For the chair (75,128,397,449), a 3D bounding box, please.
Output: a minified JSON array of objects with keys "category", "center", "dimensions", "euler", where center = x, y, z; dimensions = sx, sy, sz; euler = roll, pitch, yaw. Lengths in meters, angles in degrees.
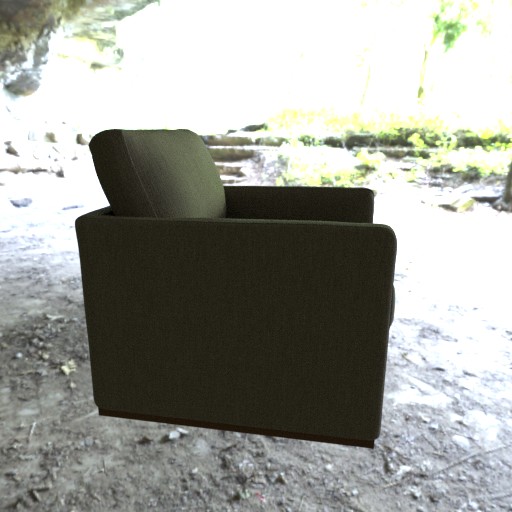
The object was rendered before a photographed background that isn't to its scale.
[{"category":"chair","center":[0.000,0.000,1.462],"dimensions":[0.834,0.811,0.763],"euler":[3,16,10]}]
